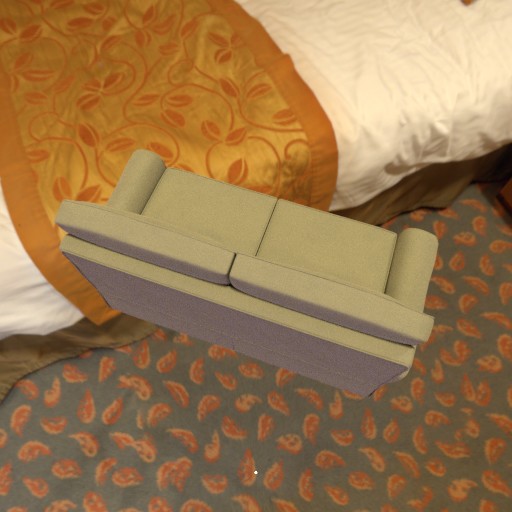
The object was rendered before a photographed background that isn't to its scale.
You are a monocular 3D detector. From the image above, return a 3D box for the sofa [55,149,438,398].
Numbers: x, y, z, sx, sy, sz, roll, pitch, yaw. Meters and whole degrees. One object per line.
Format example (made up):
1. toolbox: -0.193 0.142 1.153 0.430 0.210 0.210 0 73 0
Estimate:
1. sofa: 0.000 0.000 2.386 1.823 1.024 0.841 17 65 8
